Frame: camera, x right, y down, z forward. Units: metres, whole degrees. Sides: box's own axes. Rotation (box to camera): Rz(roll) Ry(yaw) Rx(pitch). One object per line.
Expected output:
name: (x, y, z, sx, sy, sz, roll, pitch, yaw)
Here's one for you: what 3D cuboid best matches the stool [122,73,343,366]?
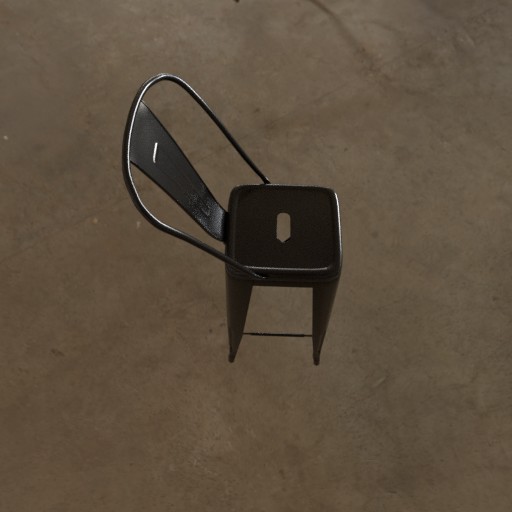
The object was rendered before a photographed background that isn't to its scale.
stool: (0.000, 0.000, 1.347, 0.513, 1.096, 0.399, 2, 62, 1)
